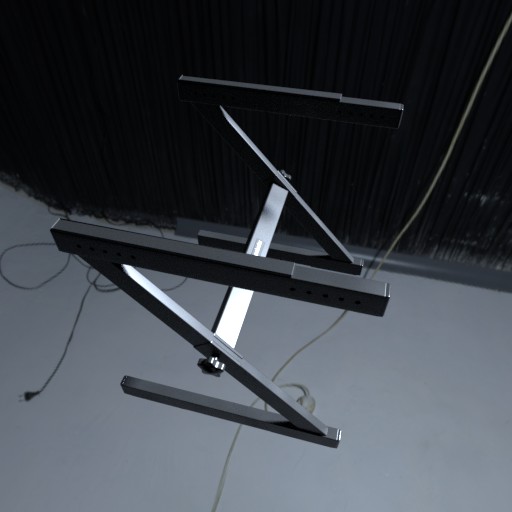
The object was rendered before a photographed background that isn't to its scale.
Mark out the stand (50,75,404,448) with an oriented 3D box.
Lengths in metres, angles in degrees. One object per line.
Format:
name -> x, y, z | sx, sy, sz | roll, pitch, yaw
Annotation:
stand -> 0.000, 0.000, 1.146 | 0.586, 0.617, 0.700 | 11, 47, 10
